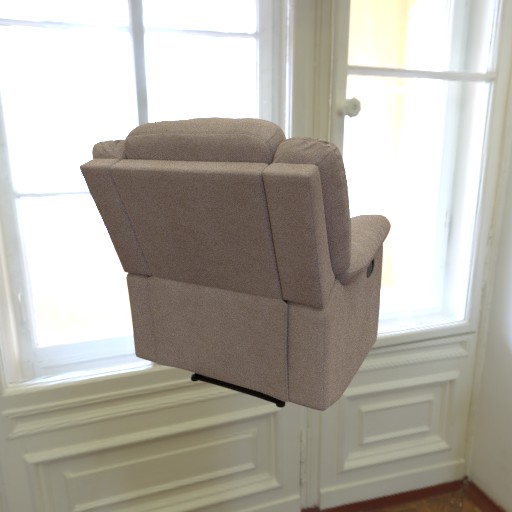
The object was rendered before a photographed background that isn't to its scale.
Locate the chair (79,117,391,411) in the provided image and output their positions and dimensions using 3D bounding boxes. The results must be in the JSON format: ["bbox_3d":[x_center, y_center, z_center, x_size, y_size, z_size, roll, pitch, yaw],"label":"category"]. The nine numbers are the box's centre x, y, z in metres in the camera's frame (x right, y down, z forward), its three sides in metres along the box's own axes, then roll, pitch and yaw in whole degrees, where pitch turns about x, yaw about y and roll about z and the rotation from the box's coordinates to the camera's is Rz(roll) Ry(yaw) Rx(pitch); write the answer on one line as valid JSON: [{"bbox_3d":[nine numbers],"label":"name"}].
[{"bbox_3d":[0.000,0.000,1.728,0.899,1.008,0.944,8,17,27],"label":"chair"}]
